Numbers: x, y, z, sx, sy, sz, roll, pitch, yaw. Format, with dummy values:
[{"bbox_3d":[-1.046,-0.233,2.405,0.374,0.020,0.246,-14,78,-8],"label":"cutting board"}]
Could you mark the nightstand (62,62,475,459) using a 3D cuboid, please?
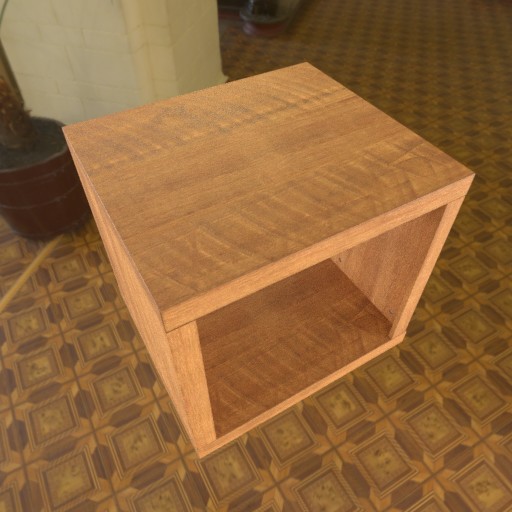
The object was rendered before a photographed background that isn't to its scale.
[{"bbox_3d":[0.000,0.000,0.868,0.493,0.491,0.436,-23,51,-20],"label":"nightstand"}]
